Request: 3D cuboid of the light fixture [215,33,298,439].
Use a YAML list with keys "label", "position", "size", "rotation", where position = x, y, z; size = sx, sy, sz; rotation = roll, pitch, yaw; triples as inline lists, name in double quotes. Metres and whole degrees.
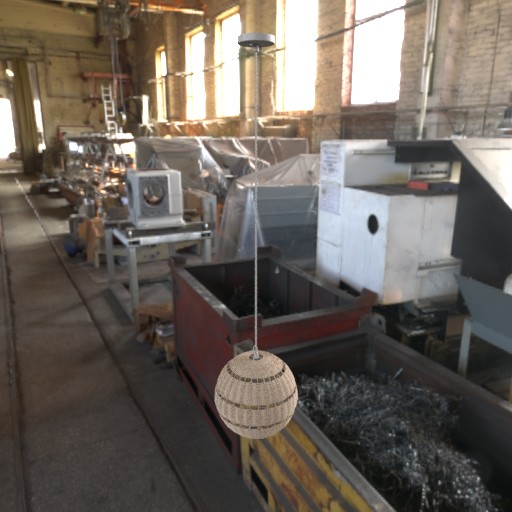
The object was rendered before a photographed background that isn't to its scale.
- label: "light fixture"
  position: [0.000, 0.000, 2.235]
  size: [0.457, 2.019, 0.457]
  rotation: [7, 17, 26]
